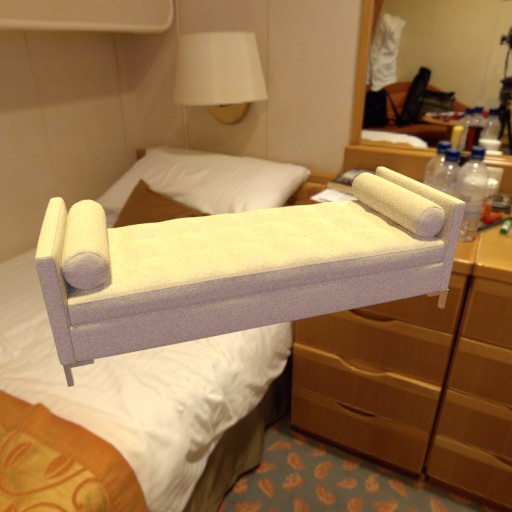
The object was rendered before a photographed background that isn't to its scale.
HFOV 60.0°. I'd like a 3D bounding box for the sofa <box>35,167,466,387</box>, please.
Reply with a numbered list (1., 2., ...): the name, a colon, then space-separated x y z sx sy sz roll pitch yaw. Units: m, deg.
1. sofa: 0.000 0.000 2.480 2.102 0.655 0.797 -8 27 -17
